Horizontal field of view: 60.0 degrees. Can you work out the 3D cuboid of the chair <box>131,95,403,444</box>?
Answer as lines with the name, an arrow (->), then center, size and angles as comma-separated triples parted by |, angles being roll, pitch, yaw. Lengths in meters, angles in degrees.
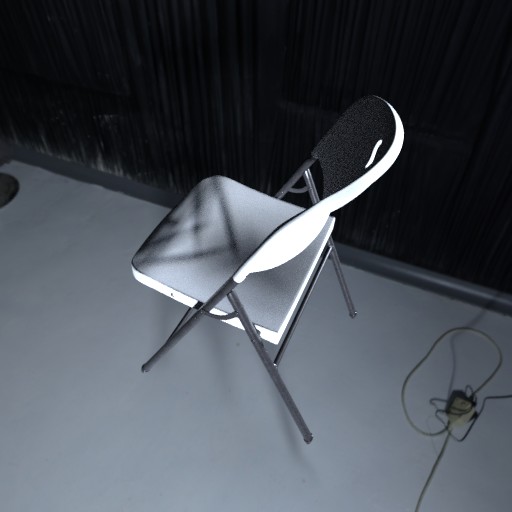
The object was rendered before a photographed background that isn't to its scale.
chair -> 0.000, 0.000, 1.158 | 0.566, 0.810, 0.494 | 18, 49, 16
